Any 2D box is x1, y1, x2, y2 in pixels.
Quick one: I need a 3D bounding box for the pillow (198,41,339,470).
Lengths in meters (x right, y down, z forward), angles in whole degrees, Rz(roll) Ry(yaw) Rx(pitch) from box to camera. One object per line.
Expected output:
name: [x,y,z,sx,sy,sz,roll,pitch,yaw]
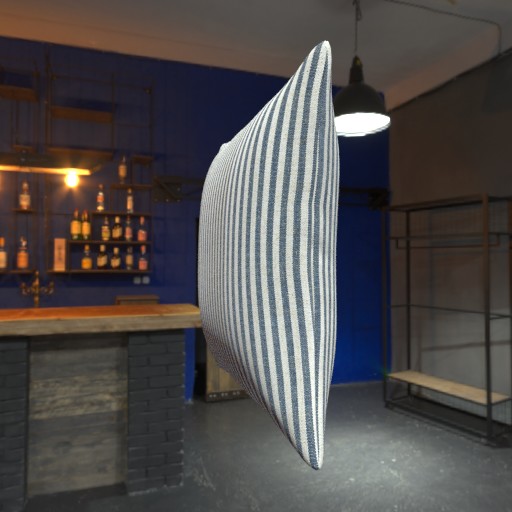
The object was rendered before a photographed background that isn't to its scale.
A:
pillow: [0.000,0.000,0.771,0.166,0.510,0.523,0,0,-18]
